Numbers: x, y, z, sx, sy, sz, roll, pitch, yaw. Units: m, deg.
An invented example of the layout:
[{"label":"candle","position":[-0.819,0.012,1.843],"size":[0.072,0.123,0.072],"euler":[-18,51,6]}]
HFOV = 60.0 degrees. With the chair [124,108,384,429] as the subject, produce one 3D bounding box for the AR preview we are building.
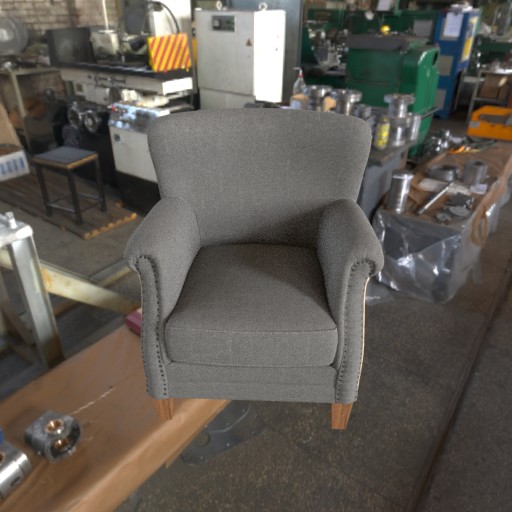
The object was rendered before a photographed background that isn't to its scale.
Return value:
[{"label":"chair","position":[0.000,0.000,1.694],"size":[0.861,0.936,0.921],"euler":[1,30,2]}]
